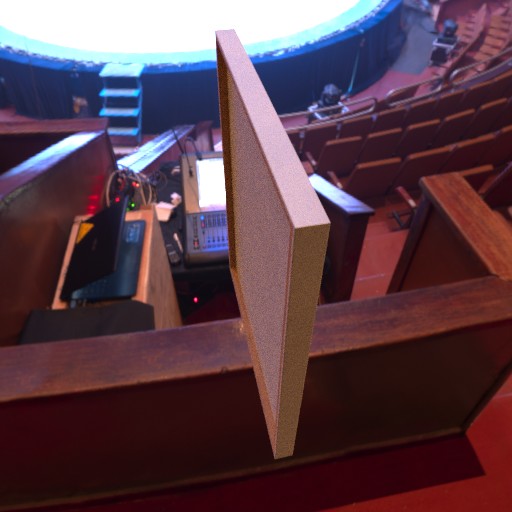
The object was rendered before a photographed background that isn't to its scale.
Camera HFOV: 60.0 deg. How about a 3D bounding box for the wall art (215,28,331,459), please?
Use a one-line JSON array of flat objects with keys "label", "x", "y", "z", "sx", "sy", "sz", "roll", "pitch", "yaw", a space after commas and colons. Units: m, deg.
[{"label": "wall art", "x": 0.000, "y": 0.000, "z": 0.807, "sx": 0.037, "sy": 0.606, "sz": 0.508, "roll": -9, "pitch": 47, "yaw": -8}]
